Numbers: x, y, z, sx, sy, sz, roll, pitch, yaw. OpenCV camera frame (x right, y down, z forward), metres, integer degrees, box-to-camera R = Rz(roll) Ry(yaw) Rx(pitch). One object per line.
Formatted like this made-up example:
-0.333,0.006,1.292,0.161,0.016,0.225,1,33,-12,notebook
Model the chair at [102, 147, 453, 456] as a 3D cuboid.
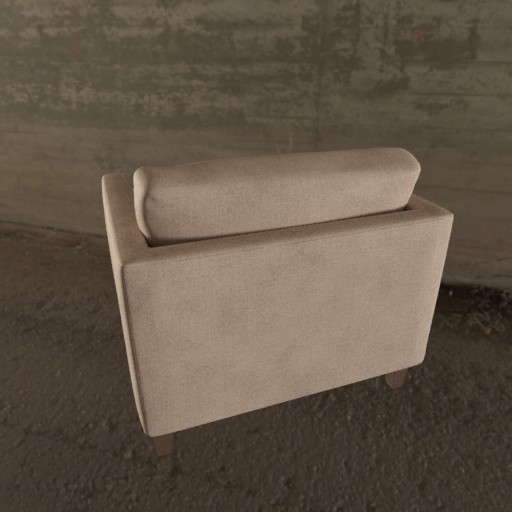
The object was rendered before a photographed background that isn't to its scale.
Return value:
0.000,0.000,1.841,1.133,0.961,0.959,-9,28,-18,chair
